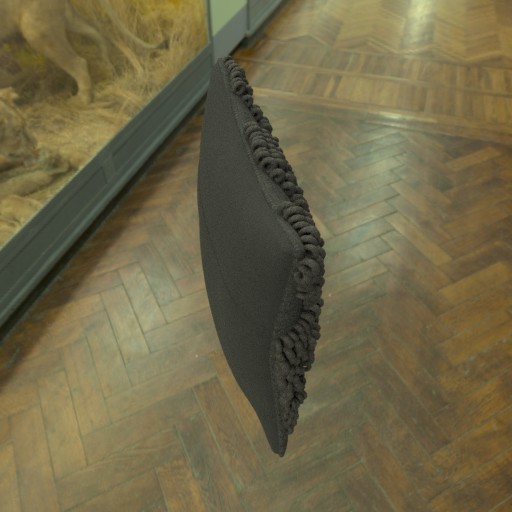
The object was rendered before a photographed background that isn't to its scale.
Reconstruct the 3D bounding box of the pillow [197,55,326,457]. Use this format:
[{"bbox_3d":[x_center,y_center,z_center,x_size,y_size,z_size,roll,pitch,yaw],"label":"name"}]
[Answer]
[{"bbox_3d":[0.000,0.000,0.711,0.172,0.467,0.470,-9,47,-9],"label":"pillow"}]
